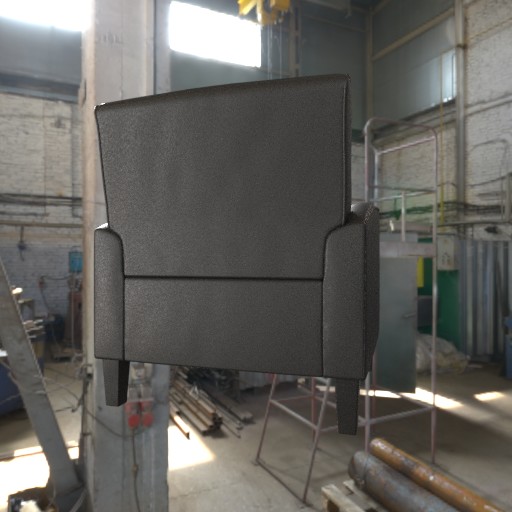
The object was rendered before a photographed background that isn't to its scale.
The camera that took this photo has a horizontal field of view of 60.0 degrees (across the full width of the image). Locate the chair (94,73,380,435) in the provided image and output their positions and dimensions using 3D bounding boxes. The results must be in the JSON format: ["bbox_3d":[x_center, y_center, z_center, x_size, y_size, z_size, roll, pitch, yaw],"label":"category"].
[{"bbox_3d":[0.000,0.000,1.561,0.820,0.916,0.819,0,0,18],"label":"chair"}]
